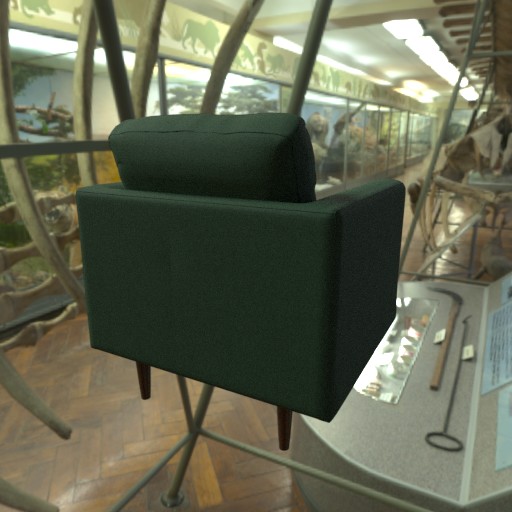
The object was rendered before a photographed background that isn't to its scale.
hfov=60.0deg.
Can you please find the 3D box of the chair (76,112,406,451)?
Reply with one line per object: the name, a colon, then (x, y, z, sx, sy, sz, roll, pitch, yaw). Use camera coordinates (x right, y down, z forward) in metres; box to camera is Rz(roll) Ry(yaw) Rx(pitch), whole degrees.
chair: (0.000, 0.000, 1.543, 0.855, 0.927, 0.800, 8, 18, 27)
